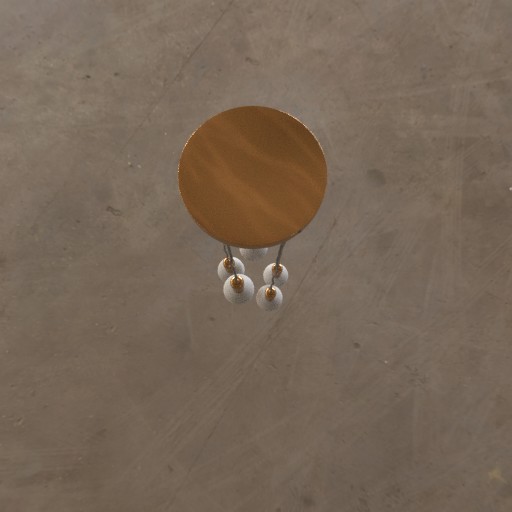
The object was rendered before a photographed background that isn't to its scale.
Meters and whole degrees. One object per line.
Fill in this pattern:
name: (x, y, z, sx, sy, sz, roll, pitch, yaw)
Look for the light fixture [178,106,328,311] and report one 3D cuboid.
light fixture: (0.000, 0.000, 0.506, 0.108, 0.457, 0.105, -37, 80, -8)
